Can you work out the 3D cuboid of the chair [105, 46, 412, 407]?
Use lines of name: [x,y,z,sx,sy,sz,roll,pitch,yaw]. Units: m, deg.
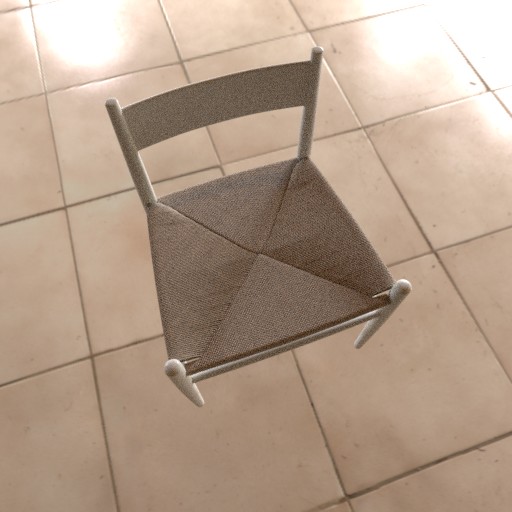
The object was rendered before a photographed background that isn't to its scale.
chair: [0.000,0.000,1.117,0.556,0.762,0.495,-18,65,-9]
